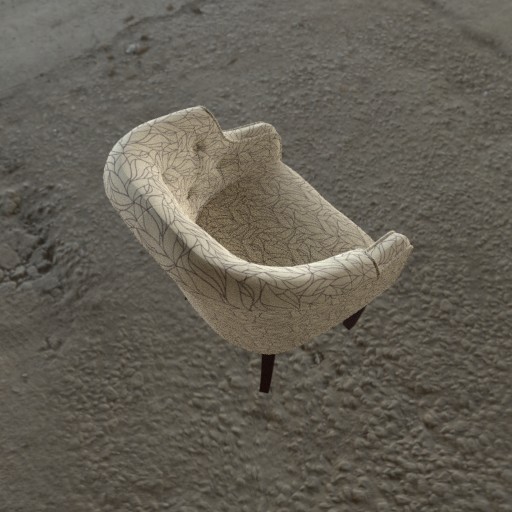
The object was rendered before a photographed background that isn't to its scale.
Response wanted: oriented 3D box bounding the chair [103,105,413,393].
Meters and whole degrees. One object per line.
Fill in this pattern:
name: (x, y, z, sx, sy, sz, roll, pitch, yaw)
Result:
chair: (0.000, 0.000, 1.305, 0.613, 0.858, 0.686, -35, 64, -20)
